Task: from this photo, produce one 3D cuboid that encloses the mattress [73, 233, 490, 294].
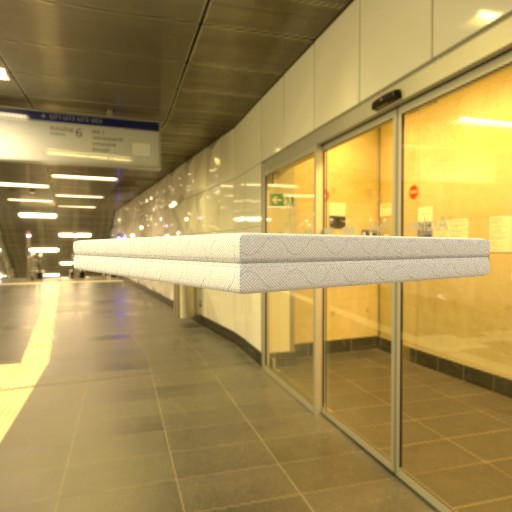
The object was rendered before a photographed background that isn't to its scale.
[{"bbox_3d":[0.000,0.000,2.663,1.600,0.200,2.000,-1,1,-36],"label":"mattress"}]
